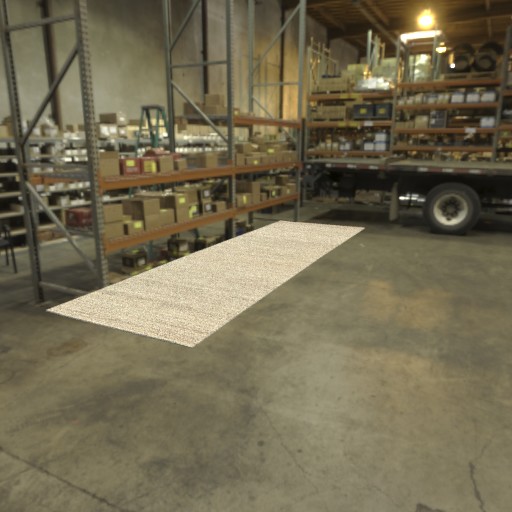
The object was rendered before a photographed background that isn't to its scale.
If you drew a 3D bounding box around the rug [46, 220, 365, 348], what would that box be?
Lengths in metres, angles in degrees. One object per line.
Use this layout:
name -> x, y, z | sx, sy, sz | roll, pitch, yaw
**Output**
rug -> 0.000, 0.000, 2.697 | 0.741, 0.014, 2.390 | 8, 17, 26
